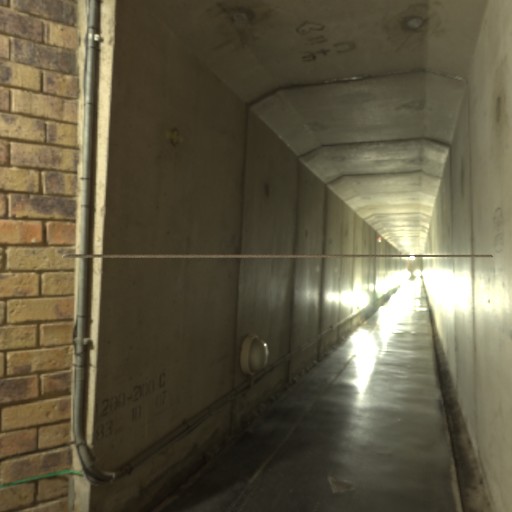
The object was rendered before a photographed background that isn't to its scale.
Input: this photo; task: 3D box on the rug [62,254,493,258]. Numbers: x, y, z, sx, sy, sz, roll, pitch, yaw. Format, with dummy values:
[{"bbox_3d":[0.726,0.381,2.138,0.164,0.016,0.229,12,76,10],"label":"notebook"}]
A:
[{"bbox_3d":[0.000,0.000,4.010,2.976,0.018,2.430,0,0,-17],"label":"rug"}]
